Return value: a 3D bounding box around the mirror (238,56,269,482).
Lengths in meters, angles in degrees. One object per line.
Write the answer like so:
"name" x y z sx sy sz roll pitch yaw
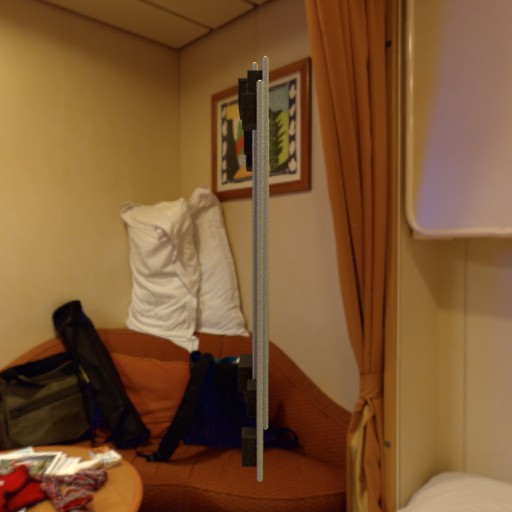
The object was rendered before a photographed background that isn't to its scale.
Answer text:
"mirror" 0.000 0.000 0.808 0.058 0.611 0.445 0 1 0
